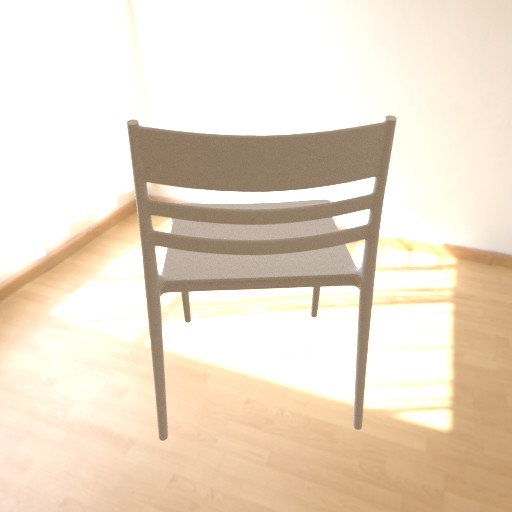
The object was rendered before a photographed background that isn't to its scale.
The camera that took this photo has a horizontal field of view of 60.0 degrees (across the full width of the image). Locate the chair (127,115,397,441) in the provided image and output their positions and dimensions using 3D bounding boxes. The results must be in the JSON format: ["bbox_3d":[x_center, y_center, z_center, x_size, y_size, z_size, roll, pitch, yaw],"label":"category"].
[{"bbox_3d":[0.000,0.000,1.152,0.531,0.800,0.511,-2,31,-3],"label":"chair"}]
